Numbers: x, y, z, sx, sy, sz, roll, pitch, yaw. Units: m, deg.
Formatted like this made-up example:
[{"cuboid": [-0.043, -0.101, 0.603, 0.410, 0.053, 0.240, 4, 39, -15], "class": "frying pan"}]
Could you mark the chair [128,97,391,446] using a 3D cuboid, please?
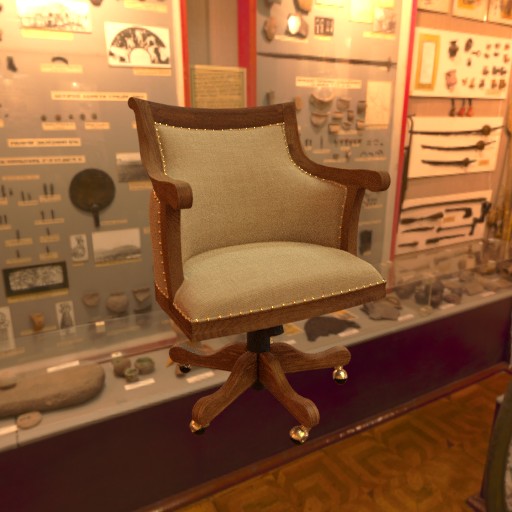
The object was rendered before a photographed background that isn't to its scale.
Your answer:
[{"cuboid": [0.000, 0.000, 1.412, 0.656, 0.965, 0.689, -9, 19, -27], "class": "chair"}]
